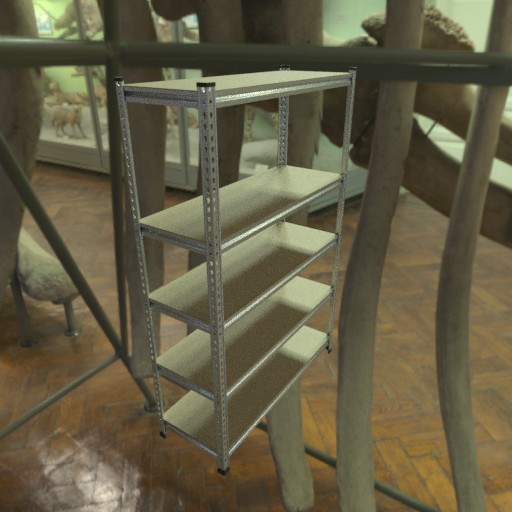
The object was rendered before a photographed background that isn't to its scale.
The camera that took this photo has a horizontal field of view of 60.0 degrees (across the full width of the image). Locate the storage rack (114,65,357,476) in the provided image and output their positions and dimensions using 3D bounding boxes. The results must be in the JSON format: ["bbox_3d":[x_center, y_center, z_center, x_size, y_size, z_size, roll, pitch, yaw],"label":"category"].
[{"bbox_3d":[0.000,0.000,2.377,0.457,1.829,1.219,17,30,31],"label":"storage rack"}]
